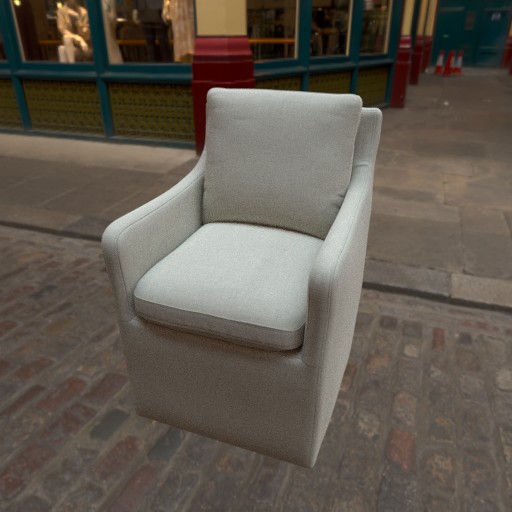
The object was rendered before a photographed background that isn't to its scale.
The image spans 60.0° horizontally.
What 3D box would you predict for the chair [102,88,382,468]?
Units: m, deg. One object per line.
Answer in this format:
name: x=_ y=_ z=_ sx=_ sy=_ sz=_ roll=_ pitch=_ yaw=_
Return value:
chair: x=0.000 y=0.000 z=1.361 sx=0.626 sy=0.914 sz=0.694 roll=10 pitch=29 yaw=18
